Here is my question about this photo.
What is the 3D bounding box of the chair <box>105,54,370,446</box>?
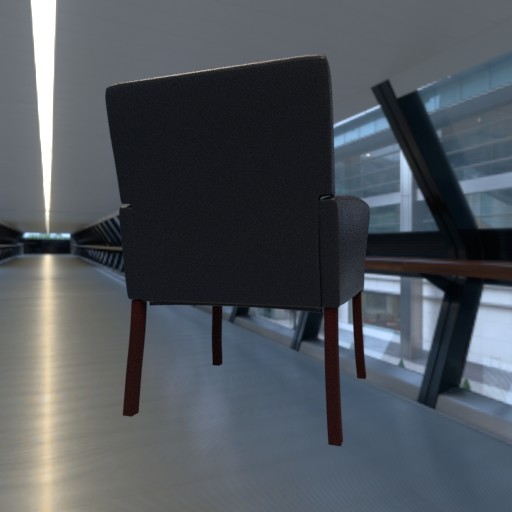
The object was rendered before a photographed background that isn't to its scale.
[{"bbox_3d":[0.000,0.000,1.485,0.683,0.951,0.772,0,0,19],"label":"chair"}]
